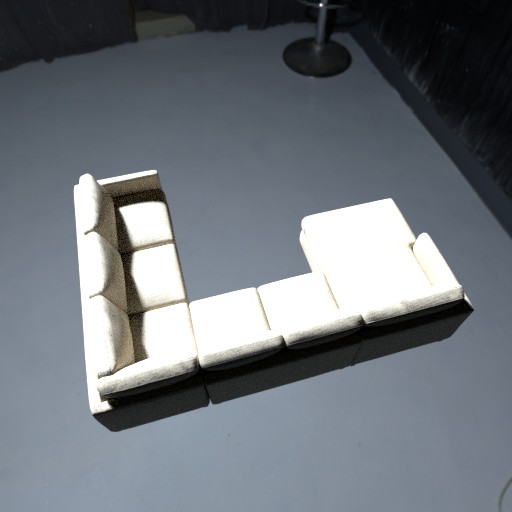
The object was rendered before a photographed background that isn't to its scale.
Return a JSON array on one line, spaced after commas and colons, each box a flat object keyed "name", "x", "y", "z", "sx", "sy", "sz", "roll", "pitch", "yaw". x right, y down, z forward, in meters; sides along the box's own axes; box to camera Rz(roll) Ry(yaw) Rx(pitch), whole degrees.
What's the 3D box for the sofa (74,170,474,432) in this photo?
[{"name": "sofa", "x": 0.000, "y": 0.000, "z": 4.641, "sx": 3.460, "sy": 0.959, "sz": 2.593, "roll": -13, "pitch": 57, "yaw": -9}]
